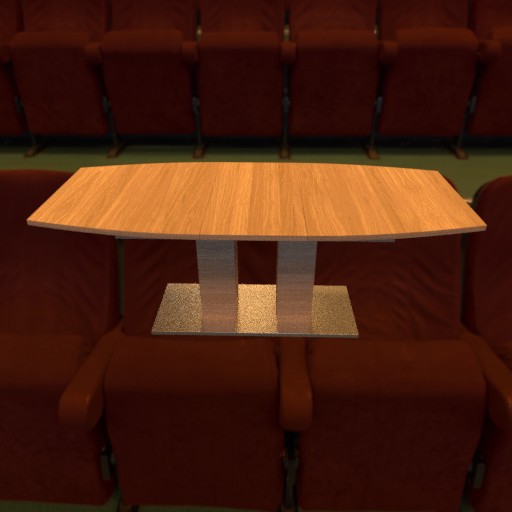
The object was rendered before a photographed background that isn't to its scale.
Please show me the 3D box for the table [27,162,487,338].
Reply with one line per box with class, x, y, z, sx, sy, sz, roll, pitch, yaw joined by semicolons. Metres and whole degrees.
table;0.000;0.000;2.434;2.032;0.750;0.900;1;31;1
